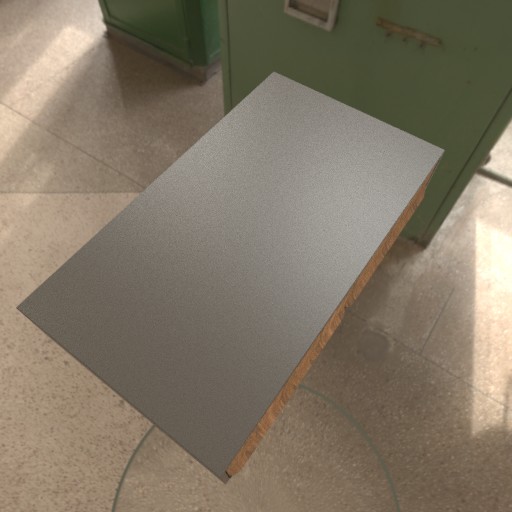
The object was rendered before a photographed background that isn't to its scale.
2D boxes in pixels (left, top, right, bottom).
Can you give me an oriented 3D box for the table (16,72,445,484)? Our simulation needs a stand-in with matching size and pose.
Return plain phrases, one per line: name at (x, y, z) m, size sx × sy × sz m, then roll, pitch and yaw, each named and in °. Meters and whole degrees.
table at (0.000, 0.000, 1.491) m, size 0.703 × 0.404 × 1.201 m, roll 32°, pitch 64°, yaw 18°
